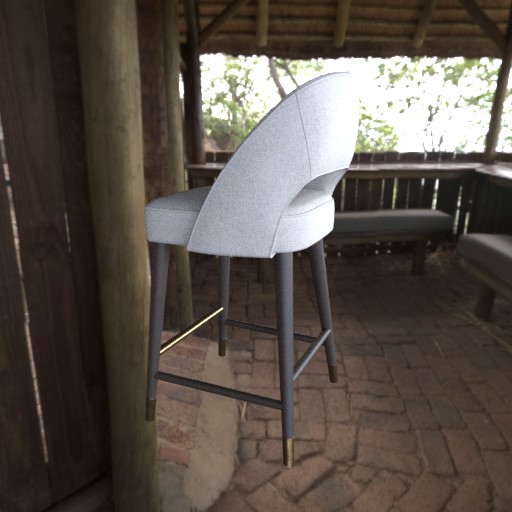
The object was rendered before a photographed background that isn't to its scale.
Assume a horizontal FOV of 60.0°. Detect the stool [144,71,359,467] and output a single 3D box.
[{"bbox_3d":[0.000,0.000,1.255,0.509,0.940,0.494,7,17,24],"label":"stool"}]
